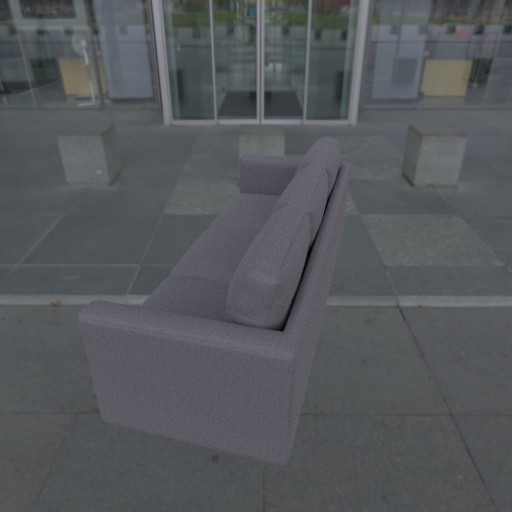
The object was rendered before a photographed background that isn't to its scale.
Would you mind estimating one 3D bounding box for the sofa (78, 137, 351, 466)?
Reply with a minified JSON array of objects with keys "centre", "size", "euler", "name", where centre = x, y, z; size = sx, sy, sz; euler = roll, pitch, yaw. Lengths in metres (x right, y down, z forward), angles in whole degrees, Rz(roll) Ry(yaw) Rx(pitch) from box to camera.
[{"centre":[0.000,0.000,2.412],"size":[0.802,0.912,2.029],"euler":[8,30,13],"name":"sofa"}]
